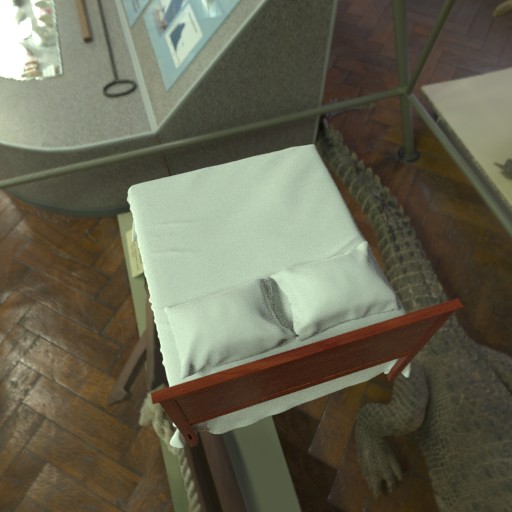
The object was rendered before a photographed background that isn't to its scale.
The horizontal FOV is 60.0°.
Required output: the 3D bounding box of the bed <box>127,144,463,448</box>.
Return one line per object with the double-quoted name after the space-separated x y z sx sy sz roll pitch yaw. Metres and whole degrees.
0.000 0.000 3.248 1.870 1.270 2.050 -15 59 -9 "bed"
